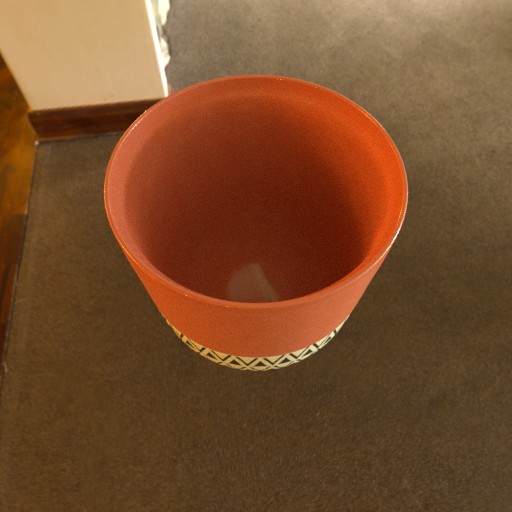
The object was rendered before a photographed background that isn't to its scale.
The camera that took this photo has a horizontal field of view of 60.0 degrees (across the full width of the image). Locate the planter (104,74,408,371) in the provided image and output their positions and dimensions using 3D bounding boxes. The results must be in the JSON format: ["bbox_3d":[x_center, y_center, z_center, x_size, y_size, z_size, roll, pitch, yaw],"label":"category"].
[{"bbox_3d":[0.000,0.000,0.379,0.195,0.214,0.195,0,59,0],"label":"planter"}]
